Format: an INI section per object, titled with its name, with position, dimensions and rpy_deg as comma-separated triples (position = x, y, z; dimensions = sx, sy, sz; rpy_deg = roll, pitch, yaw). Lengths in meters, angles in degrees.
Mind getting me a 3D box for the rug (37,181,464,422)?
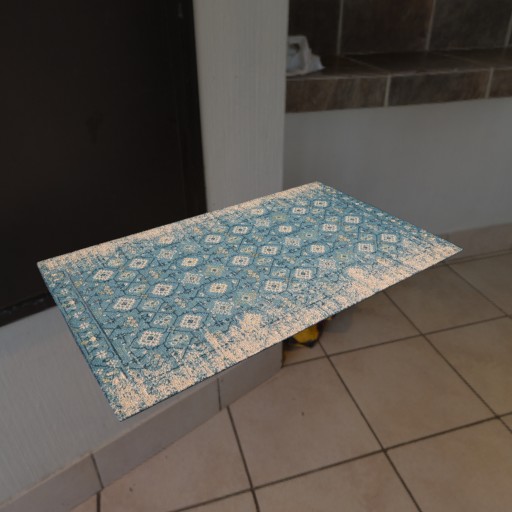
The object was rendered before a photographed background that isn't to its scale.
[rug]
position = 0.000, 0.000, 2.162
dimensions = 1.795, 0.008, 1.102
rpy_deg = -20, 37, -29
